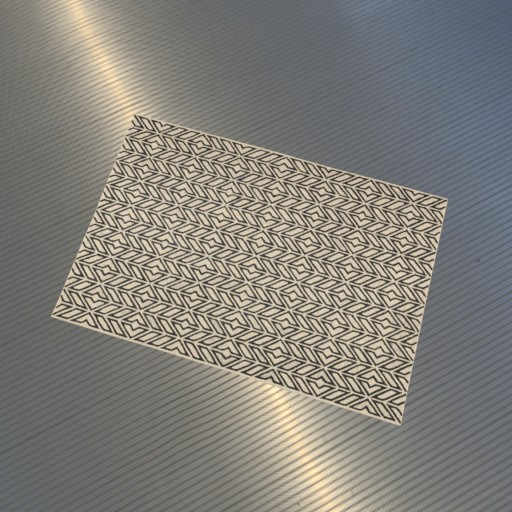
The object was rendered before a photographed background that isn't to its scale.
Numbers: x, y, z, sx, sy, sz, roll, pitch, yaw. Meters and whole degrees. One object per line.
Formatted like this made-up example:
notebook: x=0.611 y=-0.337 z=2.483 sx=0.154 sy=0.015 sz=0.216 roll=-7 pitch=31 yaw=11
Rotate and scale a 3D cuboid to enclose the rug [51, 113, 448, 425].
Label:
rug: x=0.000 y=0.000 z=2.349 sx=1.828 sy=0.007 sz=1.220 roll=16 pitch=77 yaw=4
